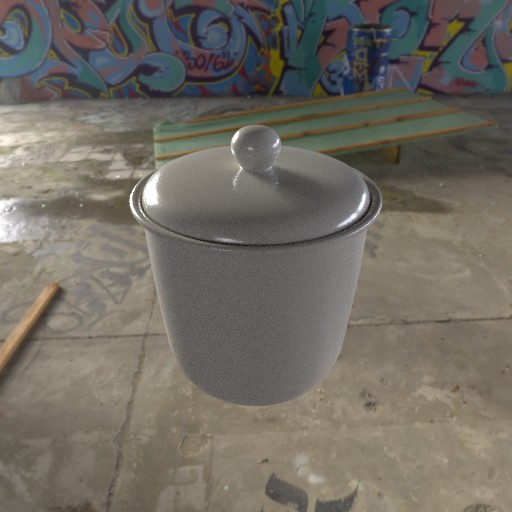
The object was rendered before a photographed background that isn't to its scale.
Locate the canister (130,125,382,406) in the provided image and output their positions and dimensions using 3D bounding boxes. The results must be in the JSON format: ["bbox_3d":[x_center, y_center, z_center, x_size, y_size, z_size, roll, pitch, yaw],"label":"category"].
[{"bbox_3d":[0.000,0.000,0.358,0.182,0.208,0.182,0,31,0],"label":"canister"}]
